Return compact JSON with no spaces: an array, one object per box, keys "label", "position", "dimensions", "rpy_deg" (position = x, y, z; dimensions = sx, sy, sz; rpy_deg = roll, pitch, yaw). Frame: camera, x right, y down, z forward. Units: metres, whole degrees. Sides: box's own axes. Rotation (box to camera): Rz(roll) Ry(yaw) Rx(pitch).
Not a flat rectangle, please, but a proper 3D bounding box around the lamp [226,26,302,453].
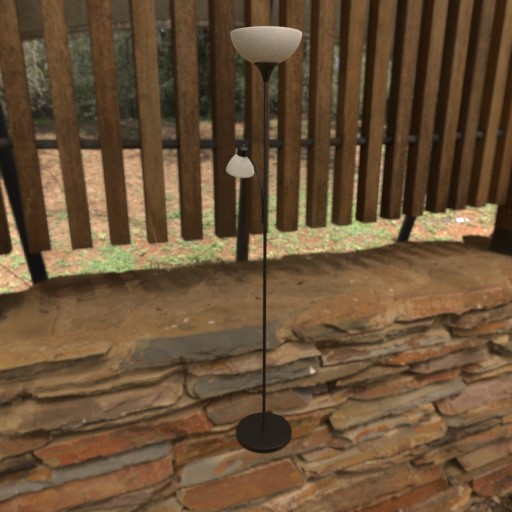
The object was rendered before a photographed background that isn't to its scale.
[{"label":"lamp","position":[0.000,0.000,2.012],"dimensions":[0.279,1.804,0.442],"rpy_deg":[-8,19,-26]}]
